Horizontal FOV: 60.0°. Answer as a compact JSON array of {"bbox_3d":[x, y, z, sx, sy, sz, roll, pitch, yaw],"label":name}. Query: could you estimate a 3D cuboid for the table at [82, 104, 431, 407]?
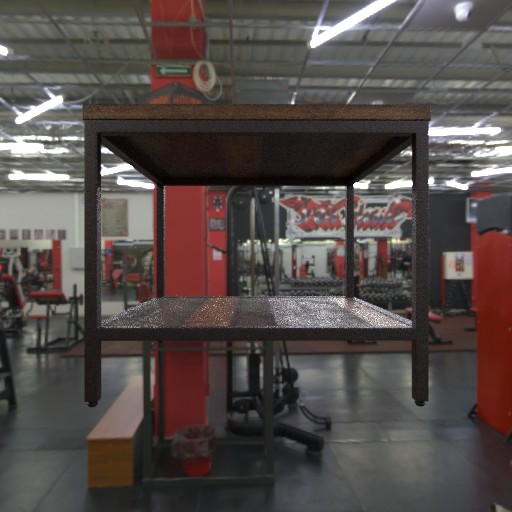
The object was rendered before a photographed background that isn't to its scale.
[{"bbox_3d":[0.000,0.000,0.975,0.553,0.482,0.548,0,0,0],"label":"table"}]
